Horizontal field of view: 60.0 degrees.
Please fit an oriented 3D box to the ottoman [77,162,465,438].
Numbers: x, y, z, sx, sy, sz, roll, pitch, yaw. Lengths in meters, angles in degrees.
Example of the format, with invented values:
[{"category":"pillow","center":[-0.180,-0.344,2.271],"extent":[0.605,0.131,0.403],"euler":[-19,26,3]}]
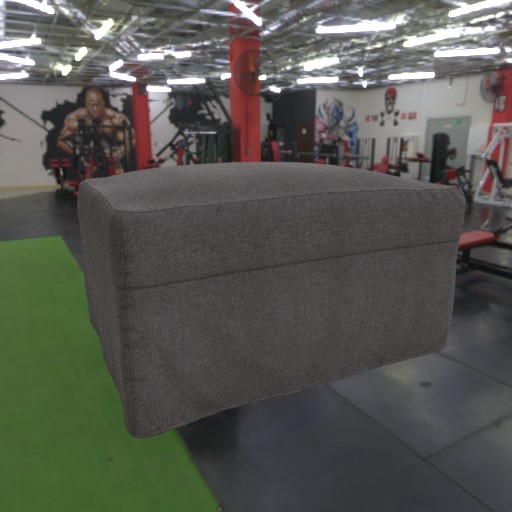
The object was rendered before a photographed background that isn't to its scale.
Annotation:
[{"category":"ottoman","center":[0.000,0.000,1.202],"extent":[0.833,0.492,0.652],"euler":[-8,17,-26]}]
